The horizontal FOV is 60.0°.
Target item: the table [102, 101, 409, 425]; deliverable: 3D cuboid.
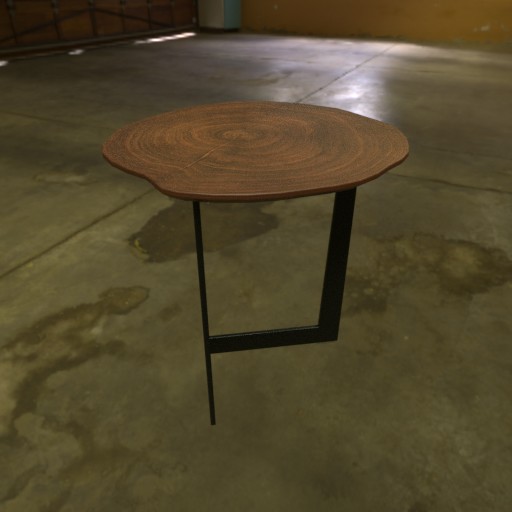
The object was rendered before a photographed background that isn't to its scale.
[{"bbox_3d":[0.000,0.000,0.862,0.494,0.476,0.477,-10,33,-16],"label":"table"}]
